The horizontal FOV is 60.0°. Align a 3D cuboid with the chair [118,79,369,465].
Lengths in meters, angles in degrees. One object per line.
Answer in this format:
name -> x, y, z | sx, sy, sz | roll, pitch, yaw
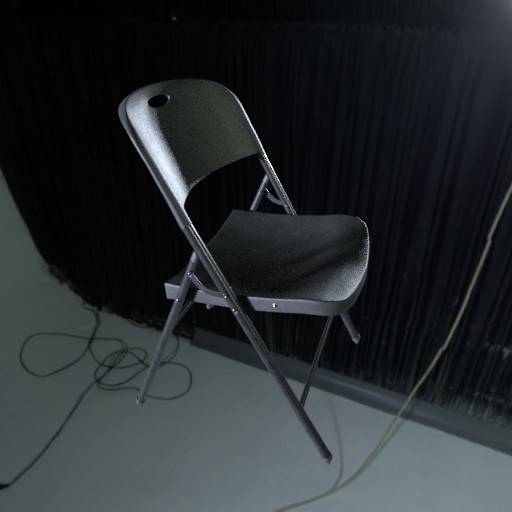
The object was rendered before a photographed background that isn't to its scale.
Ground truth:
chair -> 0.000, 0.000, 1.156 | 0.566, 0.810, 0.494 | 11, 33, 17
